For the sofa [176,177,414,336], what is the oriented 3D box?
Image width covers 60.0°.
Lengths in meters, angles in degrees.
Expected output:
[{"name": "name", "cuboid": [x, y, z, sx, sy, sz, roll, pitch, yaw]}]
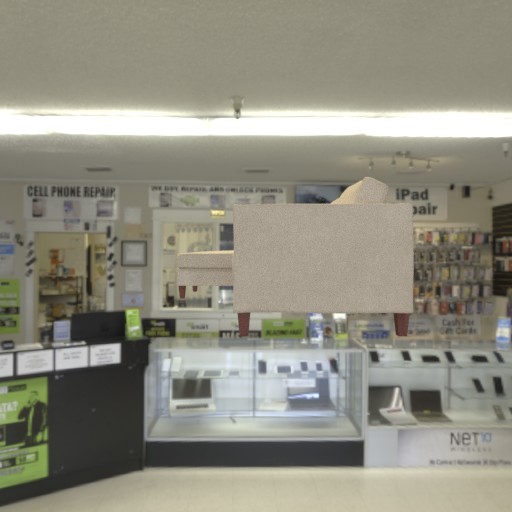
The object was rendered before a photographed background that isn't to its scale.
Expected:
[{"name": "sofa", "cuboid": [0.000, 0.000, 3.845, 1.625, 0.846, 3.186, 0, 0, 0]}]
